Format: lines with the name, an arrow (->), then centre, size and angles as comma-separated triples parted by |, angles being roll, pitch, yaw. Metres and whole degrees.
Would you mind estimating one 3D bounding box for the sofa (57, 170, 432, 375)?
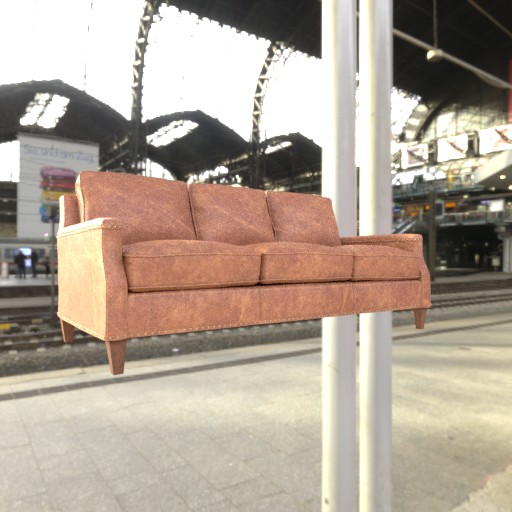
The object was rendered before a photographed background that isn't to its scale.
sofa -> 0.000, 0.000, 2.854 | 2.246, 1.003, 1.084 | 0, -1, -35
